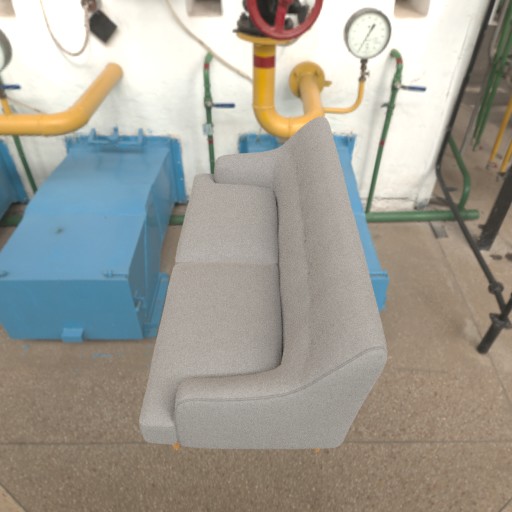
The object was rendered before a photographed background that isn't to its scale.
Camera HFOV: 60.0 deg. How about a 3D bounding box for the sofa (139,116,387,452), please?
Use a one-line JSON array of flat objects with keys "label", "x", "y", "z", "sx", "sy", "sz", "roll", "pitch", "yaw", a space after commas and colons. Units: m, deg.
[{"label": "sofa", "x": 0.000, "y": 0.000, "z": 2.566, "sx": 0.978, "sy": 0.871, "sz": 2.057, "roll": 0, "pitch": 41, "yaw": 1}]
